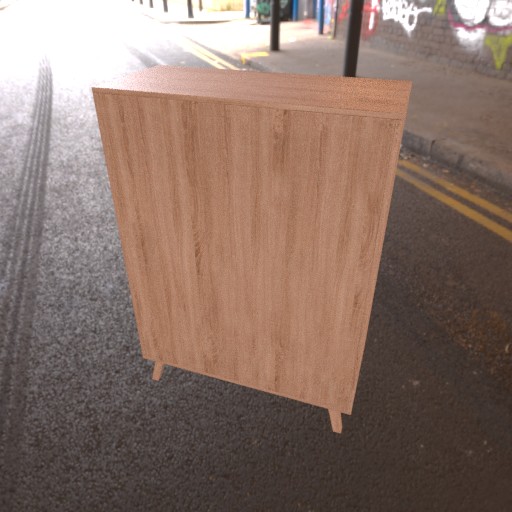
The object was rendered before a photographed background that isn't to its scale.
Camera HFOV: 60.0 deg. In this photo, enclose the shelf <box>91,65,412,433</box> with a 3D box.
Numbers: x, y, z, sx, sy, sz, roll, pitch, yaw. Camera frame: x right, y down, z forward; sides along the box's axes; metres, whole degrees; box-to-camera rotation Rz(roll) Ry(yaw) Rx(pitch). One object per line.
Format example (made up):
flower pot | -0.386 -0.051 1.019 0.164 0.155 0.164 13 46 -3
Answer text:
shelf | 0.000 0.000 1.884 1.000 1.390 0.450 11 34 16
